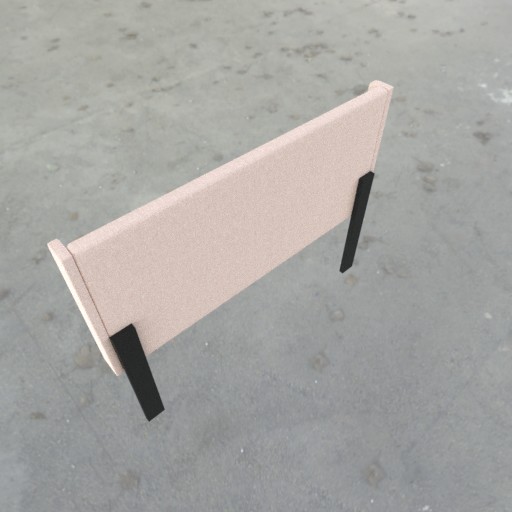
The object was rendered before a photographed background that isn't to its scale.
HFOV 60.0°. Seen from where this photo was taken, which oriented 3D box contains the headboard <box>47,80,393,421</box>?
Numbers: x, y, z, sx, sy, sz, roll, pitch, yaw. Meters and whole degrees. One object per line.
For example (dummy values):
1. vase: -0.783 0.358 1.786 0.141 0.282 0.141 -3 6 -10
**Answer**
1. headboard: 0.000 0.000 2.710 2.051 1.524 0.184 -33 56 -27
